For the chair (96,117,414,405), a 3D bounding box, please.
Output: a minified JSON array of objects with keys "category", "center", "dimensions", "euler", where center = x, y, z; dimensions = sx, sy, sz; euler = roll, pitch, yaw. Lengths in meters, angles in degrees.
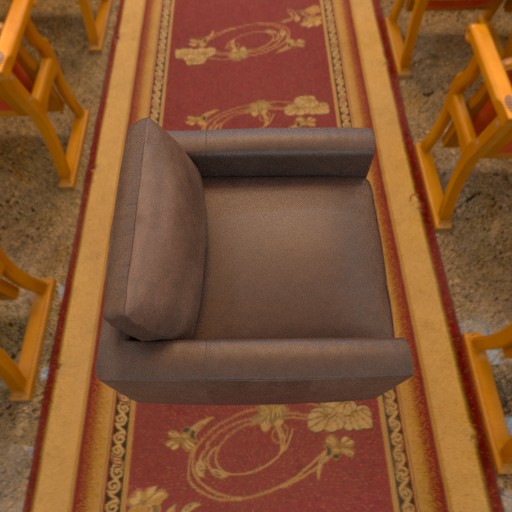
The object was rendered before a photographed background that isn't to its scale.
[{"category":"chair","center":[0.000,0.000,1.813],"dimensions":[1.069,0.812,1.100],"euler":[-1,64,0]}]
